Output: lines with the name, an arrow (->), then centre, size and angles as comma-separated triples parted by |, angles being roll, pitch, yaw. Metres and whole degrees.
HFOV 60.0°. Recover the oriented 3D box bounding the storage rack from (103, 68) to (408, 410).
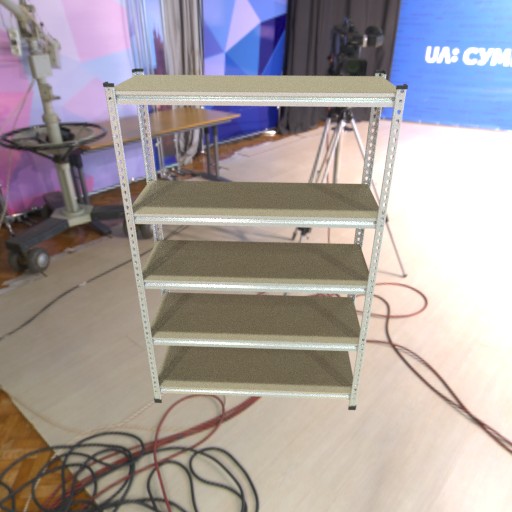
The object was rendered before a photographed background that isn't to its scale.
storage rack -> 0.000, 0.000, 2.409 | 1.219, 1.829, 0.457 | 1, 30, 2
